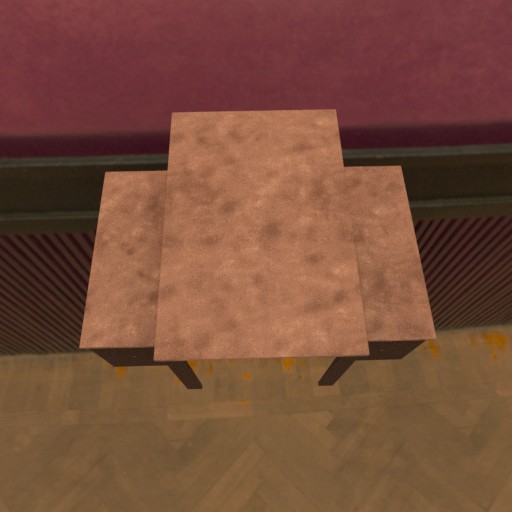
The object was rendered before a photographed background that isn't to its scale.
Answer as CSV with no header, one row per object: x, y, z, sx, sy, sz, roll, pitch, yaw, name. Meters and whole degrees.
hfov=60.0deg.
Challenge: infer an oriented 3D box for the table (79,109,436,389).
0.000,0.000,2.051,1.443,0.700,1.100,-1,64,-1,table
